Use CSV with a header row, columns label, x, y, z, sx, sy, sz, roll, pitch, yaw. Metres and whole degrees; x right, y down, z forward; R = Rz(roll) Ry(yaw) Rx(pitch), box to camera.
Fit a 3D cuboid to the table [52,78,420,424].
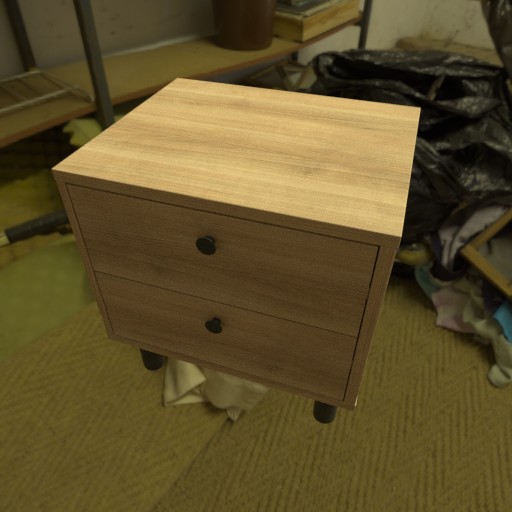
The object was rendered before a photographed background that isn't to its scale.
label,x,y,z,sx,sy,sz,roll,pitch,yaw
table,0.000,0.000,0.799,0.445,0.460,0.380,12,42,14
